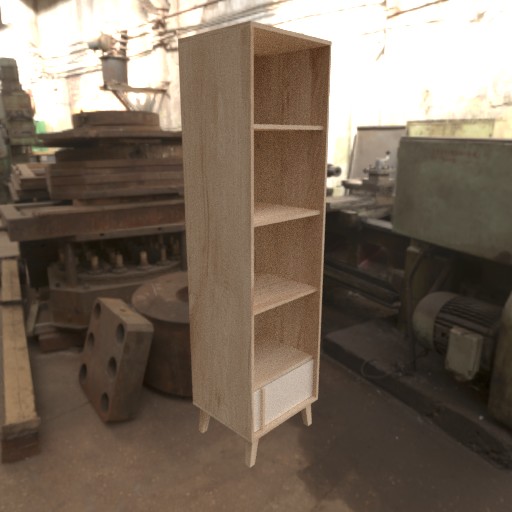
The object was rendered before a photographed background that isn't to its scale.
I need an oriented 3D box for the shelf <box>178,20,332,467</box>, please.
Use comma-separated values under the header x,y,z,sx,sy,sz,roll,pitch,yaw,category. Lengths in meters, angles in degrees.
x,y,z,sx,sy,sz,roll,pitch,yaw,category
0.000,0.000,2.198,0.450,1.960,0.510,14,21,43,shelf
